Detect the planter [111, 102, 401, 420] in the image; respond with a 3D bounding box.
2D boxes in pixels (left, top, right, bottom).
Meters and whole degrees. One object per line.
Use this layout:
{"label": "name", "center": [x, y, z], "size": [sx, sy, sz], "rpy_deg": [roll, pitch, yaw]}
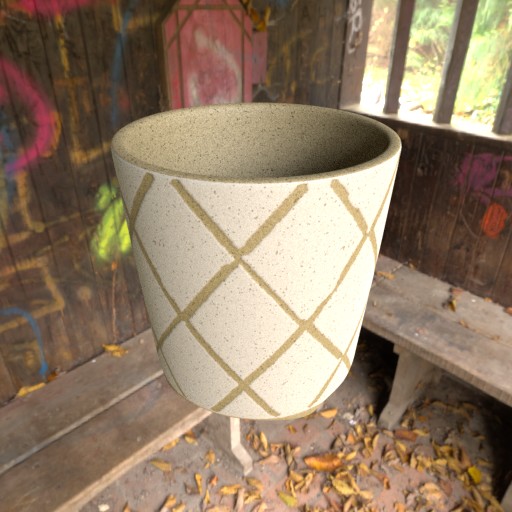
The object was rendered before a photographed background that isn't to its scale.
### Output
{"label": "planter", "center": [0.000, 0.000, 0.419], "size": [0.228, 0.235, 0.228], "rpy_deg": [0, 30, 0]}
